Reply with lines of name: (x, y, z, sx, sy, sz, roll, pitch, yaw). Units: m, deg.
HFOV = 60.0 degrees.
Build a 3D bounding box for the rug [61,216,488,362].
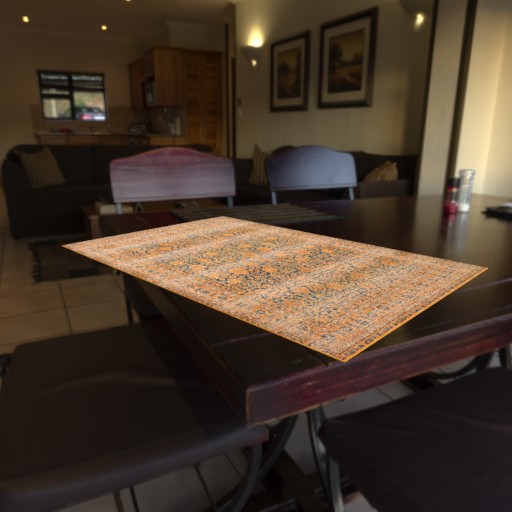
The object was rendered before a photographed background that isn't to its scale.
rug: (0.000, 0.000, 2.870, 2.336, 0.007, 1.525, 15, 22, 42)
